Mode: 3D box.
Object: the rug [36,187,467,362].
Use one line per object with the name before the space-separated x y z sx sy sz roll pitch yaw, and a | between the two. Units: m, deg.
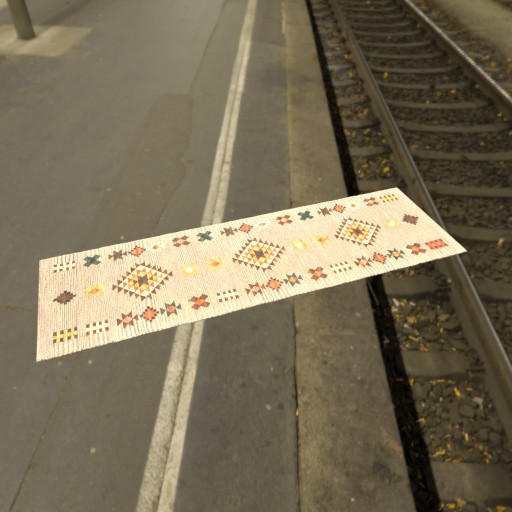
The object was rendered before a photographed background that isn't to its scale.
rug | 0.000 0.000 2.642 2.432 0.008 0.766 -13 42 -14
